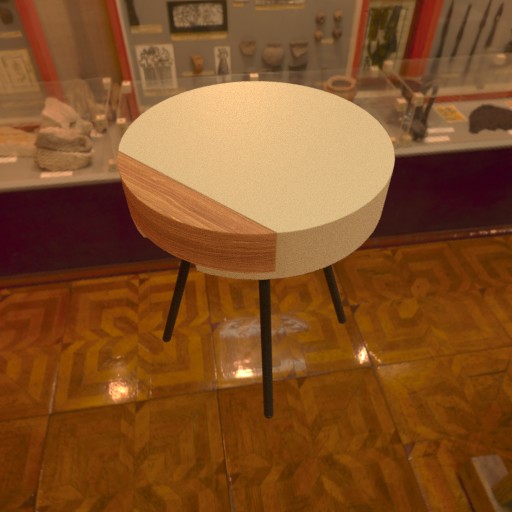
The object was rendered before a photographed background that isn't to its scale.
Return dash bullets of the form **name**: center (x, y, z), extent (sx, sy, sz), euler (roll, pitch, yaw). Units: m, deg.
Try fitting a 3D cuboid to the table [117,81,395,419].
- **table**: center (0.000, 0.000, 0.895), extent (0.450, 0.525, 0.450), euler (0, 46, 0)
